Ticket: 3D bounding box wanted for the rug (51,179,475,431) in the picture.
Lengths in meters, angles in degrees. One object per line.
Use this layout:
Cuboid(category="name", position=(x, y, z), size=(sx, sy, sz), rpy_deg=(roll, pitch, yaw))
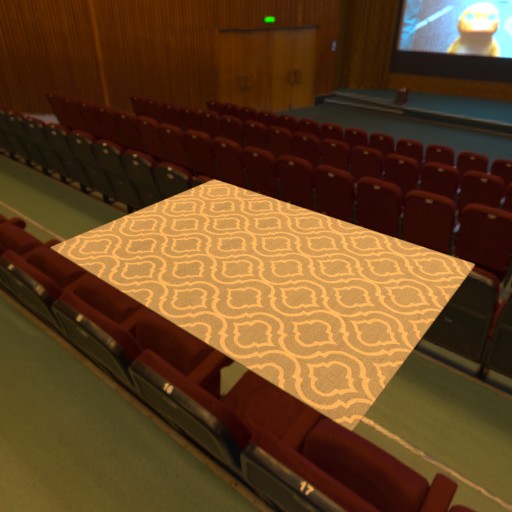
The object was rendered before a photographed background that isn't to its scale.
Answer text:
Cuboid(category="rug", position=(0.000, 0.000, 2.636), size=(2.080, 0.010, 1.451), rpy_deg=(23, 38, 33))
